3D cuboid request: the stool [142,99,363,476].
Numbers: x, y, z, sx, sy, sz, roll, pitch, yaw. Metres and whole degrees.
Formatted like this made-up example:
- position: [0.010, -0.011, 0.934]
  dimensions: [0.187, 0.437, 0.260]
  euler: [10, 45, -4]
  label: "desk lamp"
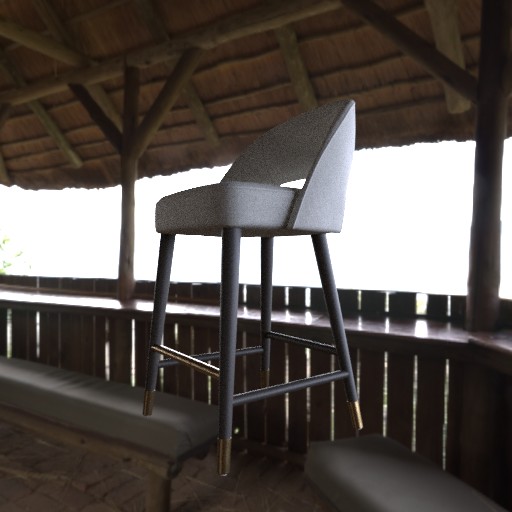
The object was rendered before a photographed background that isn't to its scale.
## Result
- position: [0.000, 0.000, 1.271]
  dimensions: [0.509, 0.940, 0.494]
  euler: [0, 0, -36]
  label: "stool"
